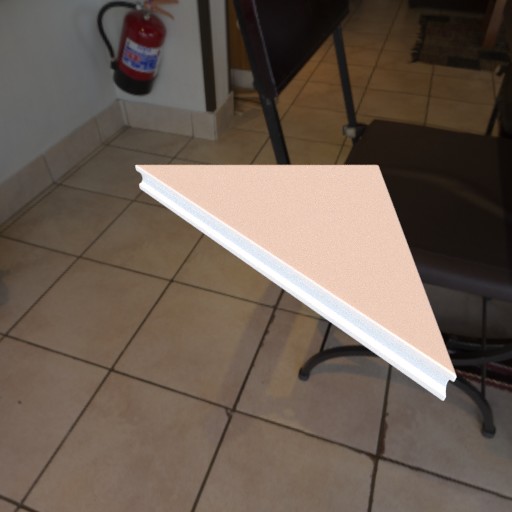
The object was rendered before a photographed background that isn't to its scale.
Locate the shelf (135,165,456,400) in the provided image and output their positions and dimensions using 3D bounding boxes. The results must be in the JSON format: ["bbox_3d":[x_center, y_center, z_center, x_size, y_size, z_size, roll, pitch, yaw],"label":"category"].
[{"bbox_3d":[0.000,0.000,0.441,0.296,0.035,0.296,0,42,0],"label":"shelf"}]
